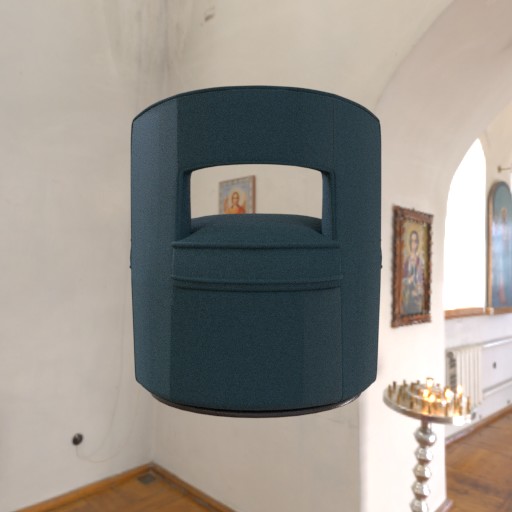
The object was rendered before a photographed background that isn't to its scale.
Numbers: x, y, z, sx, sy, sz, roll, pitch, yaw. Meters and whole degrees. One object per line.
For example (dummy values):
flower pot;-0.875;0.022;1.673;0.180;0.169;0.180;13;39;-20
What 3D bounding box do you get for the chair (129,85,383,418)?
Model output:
chair;0.000;0.000;1.233;0.684;0.711;0.660;0;-1;0
